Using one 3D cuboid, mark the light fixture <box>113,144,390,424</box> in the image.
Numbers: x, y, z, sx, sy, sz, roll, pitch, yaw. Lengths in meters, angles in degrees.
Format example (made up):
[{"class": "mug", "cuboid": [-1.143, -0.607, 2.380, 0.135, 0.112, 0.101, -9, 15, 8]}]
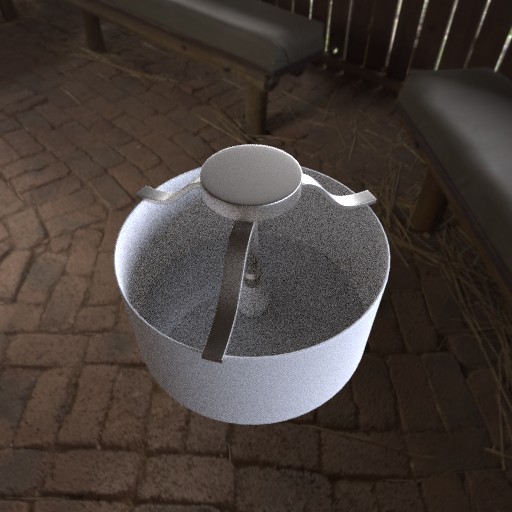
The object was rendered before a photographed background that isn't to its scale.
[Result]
[{"class": "light fixture", "cuboid": [0.000, 0.000, 0.654, 0.395, 0.304, 0.395, 0, 47, 0]}]
